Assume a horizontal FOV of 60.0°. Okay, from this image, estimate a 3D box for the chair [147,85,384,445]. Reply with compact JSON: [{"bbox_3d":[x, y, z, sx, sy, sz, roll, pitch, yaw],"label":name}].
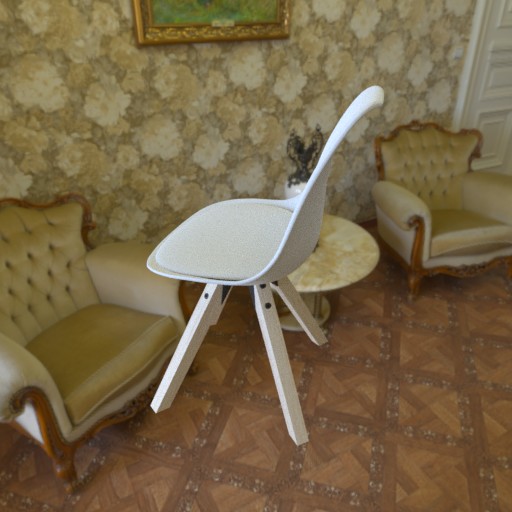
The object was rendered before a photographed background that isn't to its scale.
[{"bbox_3d":[0.000,0.000,1.186,0.550,0.850,0.485,8,30,13],"label":"chair"}]
